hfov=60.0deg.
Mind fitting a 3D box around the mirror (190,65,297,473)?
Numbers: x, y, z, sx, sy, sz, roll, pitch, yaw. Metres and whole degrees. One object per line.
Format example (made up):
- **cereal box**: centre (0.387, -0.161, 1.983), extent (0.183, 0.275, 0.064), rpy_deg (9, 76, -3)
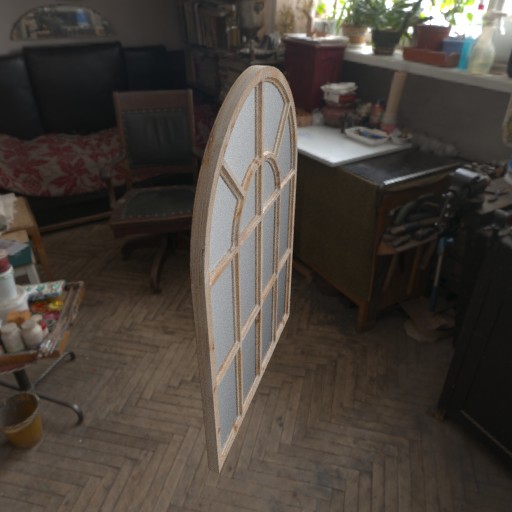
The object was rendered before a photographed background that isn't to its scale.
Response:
- **mirror**: centre (0.000, 0.000, 1.156), extent (0.032, 0.920, 0.660), rpy_deg (11, 34, 16)
